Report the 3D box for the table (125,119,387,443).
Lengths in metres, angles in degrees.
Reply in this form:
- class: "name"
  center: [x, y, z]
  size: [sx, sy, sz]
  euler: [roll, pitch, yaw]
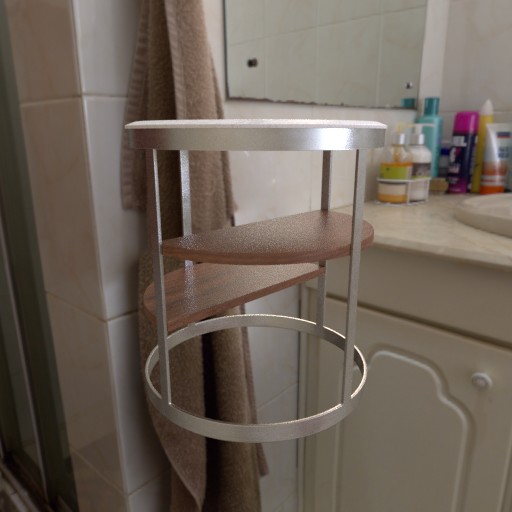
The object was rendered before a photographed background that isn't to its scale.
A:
- class: "table"
  center: [0.000, 0.000, 0.773]
  size: [0.407, 0.447, 0.407]
  euler: [0, 16, 0]
